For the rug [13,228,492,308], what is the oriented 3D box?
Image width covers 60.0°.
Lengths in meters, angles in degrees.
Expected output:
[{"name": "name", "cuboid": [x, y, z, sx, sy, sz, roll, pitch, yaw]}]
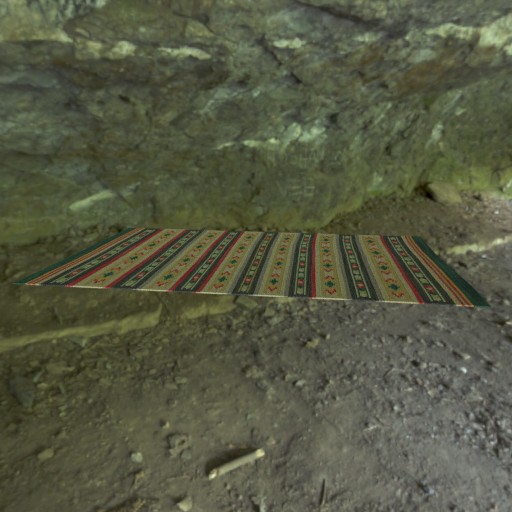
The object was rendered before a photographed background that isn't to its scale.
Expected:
[{"name": "rug", "cuboid": [0.000, 0.000, 2.958, 2.447, 0.011, 1.520, 2, 15, 8]}]
